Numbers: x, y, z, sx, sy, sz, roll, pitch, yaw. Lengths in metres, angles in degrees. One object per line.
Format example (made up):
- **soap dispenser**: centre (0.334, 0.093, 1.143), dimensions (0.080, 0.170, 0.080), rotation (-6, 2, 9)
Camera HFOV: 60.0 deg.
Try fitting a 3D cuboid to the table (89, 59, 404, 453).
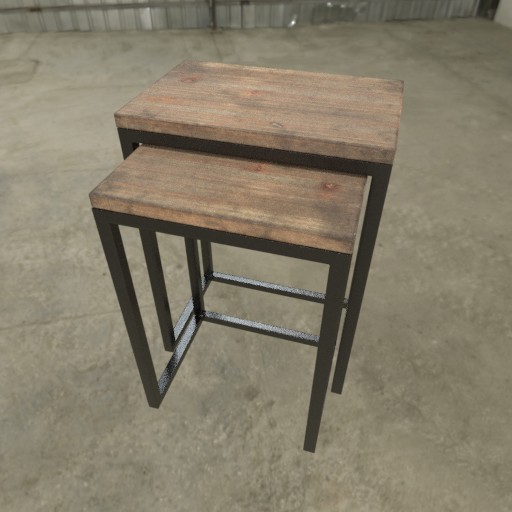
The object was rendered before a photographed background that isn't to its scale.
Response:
- **table**: centre (0.000, 0.000, 0.918), dimensions (0.456, 0.615, 0.460), rotation (12, 42, 14)
